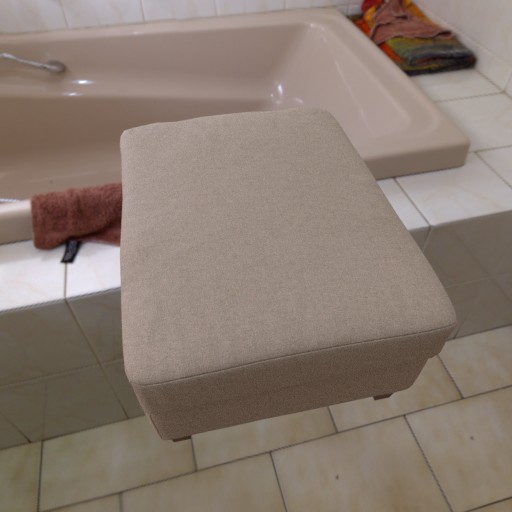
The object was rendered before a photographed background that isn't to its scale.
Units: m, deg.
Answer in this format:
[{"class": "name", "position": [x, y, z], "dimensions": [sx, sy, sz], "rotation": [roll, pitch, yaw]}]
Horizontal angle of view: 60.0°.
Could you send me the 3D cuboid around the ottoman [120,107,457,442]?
[{"class": "ottoman", "position": [0.000, 0.000, 1.286], "dimensions": [0.692, 0.511, 0.902], "rotation": [-9, 48, -8]}]
